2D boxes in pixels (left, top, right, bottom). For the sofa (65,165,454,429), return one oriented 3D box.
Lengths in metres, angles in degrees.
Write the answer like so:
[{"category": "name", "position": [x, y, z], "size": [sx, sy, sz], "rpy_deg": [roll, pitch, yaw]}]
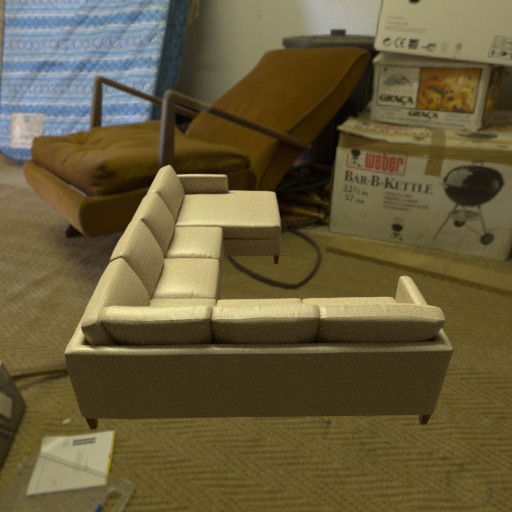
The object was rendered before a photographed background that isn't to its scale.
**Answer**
[{"category": "sofa", "position": [0.000, 0.000, 4.491], "size": [2.594, 0.961, 3.460], "rpy_deg": [0, 30, -1]}]
